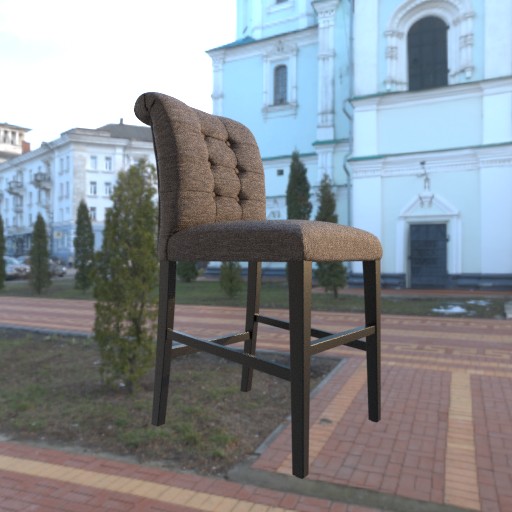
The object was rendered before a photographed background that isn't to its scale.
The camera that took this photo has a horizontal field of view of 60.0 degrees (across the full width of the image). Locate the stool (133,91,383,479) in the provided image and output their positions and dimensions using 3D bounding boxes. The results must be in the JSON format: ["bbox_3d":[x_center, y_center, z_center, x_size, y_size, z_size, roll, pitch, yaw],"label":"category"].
[{"bbox_3d":[0.000,0.000,1.311,0.611,0.970,0.457,0,0,37],"label":"stool"}]
